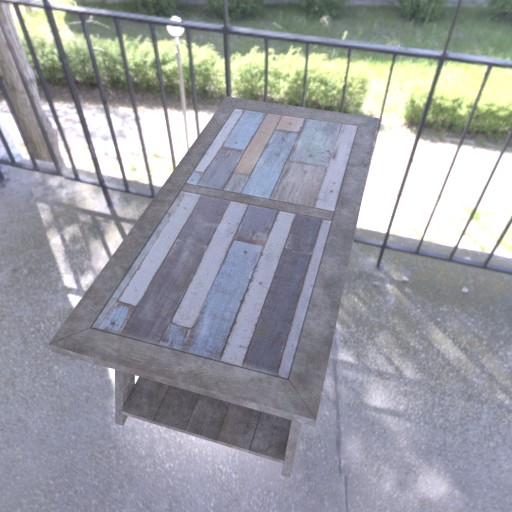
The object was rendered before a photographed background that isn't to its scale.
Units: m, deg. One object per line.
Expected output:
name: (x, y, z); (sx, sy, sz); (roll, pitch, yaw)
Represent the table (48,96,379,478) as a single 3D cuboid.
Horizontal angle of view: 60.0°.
table: (0.000, 0.000, 1.505); (0.610, 0.470, 1.219); (12, 48, 11)
